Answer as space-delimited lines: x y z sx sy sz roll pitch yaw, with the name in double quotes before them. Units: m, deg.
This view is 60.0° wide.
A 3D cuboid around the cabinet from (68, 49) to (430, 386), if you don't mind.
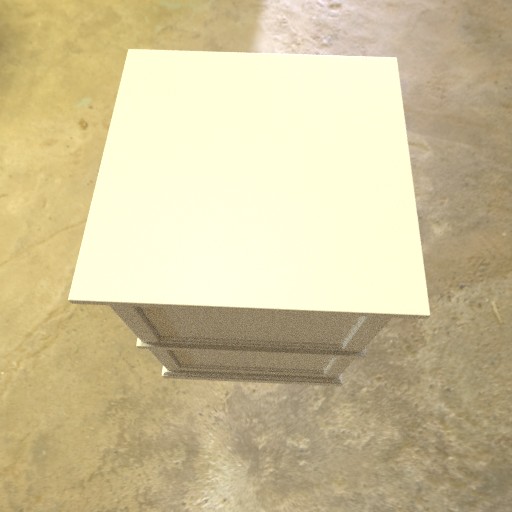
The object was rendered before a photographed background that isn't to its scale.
"cabinet" 0.000 0.000 1.132 0.547 0.775 0.544 2 64 1
